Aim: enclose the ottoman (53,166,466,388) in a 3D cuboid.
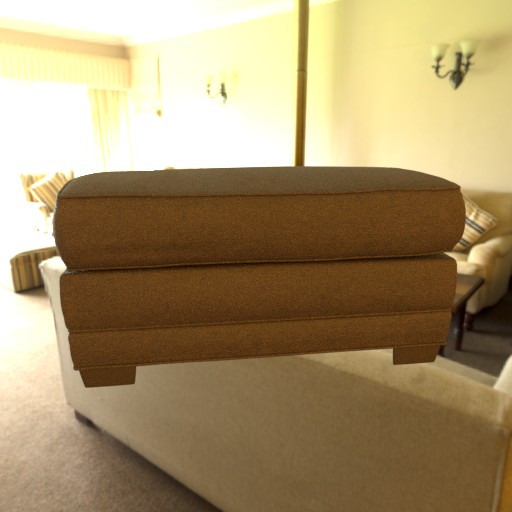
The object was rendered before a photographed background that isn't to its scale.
[{"bbox_3d":[0.000,0.000,1.142,0.864,0.448,0.490,-2,15,-8],"label":"ottoman"}]
